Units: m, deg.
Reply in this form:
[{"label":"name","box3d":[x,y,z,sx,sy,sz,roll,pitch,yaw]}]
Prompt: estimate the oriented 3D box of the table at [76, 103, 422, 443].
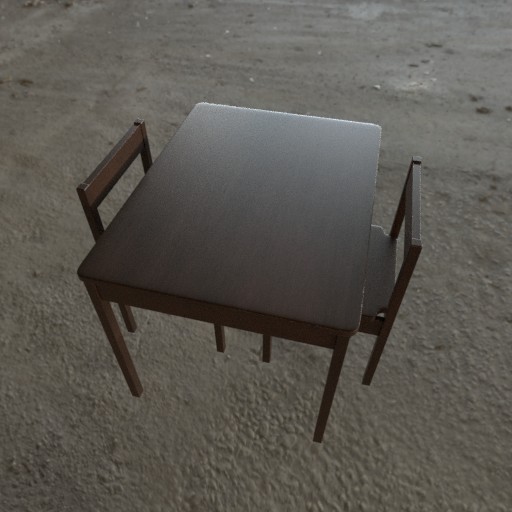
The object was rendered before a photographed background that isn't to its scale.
[{"label":"table","box3d":[0.000,0.000,1.102,0.672,0.503,0.650,10,47,10]}]
